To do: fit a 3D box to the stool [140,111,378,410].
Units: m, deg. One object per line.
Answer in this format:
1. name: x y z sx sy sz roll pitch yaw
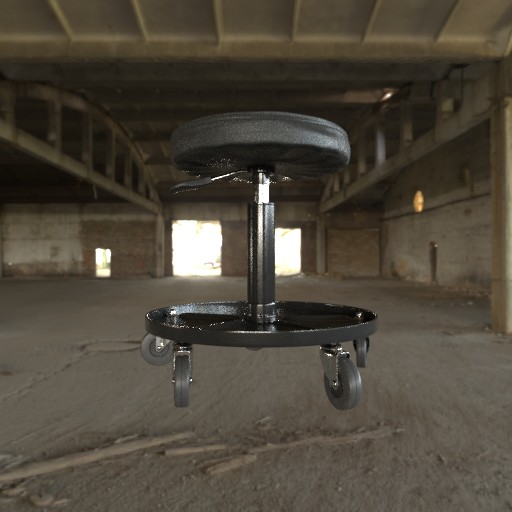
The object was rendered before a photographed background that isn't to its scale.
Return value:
1. stool: 0.000 0.000 0.687 0.382 0.365 0.381 0 0 -1
